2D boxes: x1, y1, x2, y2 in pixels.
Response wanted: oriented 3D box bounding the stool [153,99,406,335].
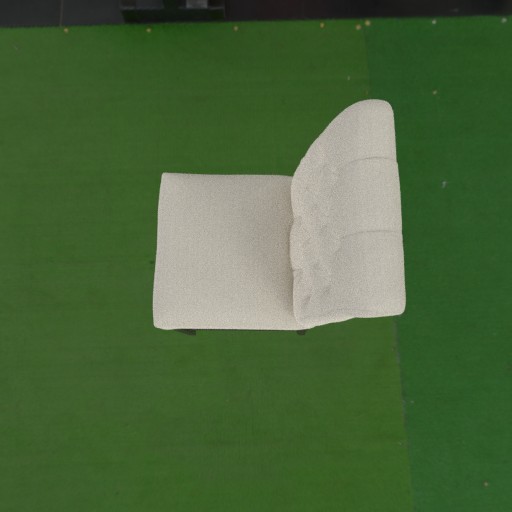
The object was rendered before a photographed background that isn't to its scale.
[{"bbox_3d":[0.000,0.000,1.442,0.610,1.118,0.482,0,77,0],"label":"stool"}]
